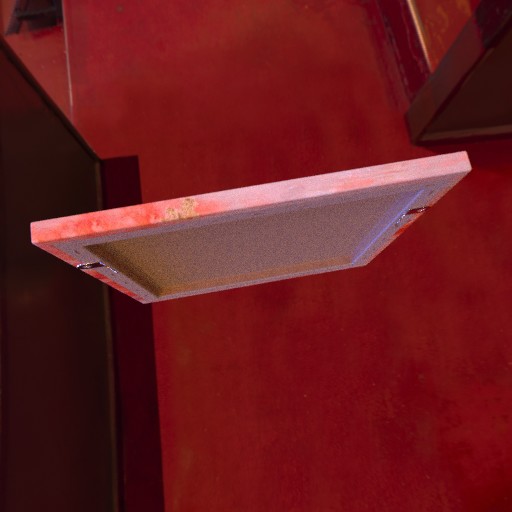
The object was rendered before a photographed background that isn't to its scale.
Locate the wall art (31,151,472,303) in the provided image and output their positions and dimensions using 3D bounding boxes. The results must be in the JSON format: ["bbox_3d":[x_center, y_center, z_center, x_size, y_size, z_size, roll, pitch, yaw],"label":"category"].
[{"bbox_3d":[0.000,0.000,1.101,0.747,0.746,0.064,-10,76,-2],"label":"wall art"}]
